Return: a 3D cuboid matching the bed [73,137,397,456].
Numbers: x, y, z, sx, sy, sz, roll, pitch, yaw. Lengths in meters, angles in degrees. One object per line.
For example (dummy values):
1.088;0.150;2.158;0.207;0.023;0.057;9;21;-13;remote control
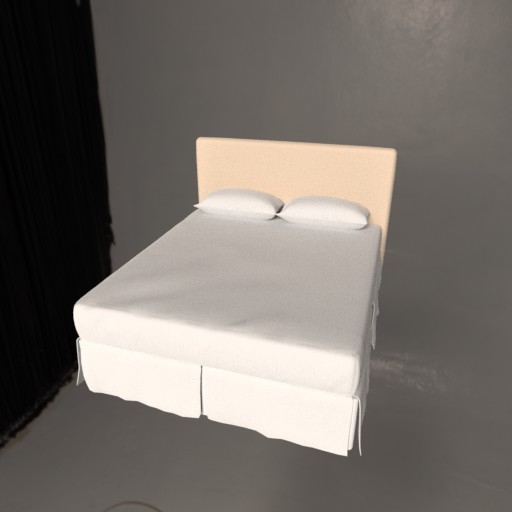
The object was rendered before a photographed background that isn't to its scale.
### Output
0.000;0.000;3.336;1.884;1.330;2.142;8;26;16;bed
